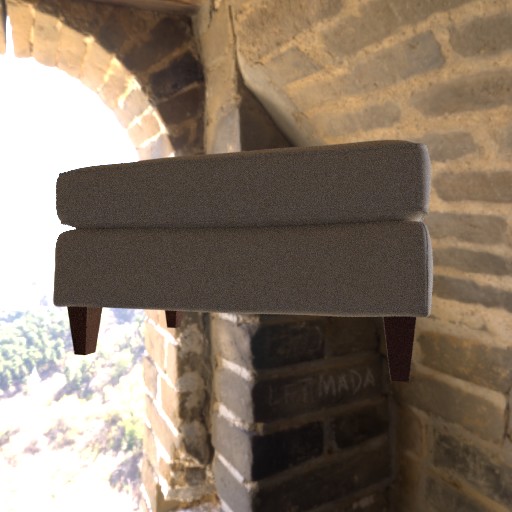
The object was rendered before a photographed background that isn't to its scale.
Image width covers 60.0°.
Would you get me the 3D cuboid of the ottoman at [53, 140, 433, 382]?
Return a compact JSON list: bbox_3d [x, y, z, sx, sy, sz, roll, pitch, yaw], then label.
[{"bbox_3d":[0.000,0.000,1.193,0.862,0.484,0.583,0,0,18],"label":"ottoman"}]
